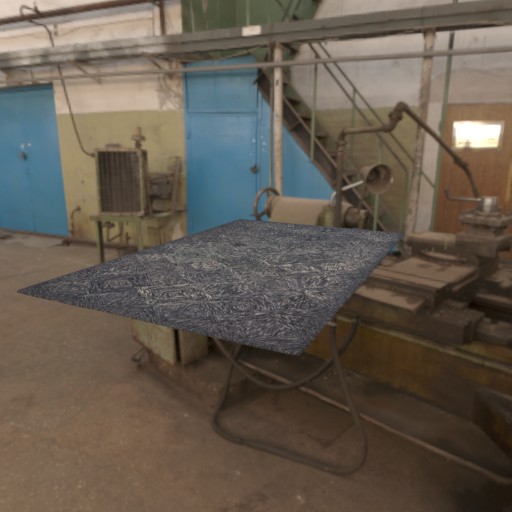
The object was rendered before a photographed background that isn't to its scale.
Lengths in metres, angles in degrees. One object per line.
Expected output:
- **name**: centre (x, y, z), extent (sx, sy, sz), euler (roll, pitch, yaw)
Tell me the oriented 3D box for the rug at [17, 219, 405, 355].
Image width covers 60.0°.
- **rug**: centre (0.000, 0.000, 2.171), extent (1.139, 0.010, 1.754), euler (7, 16, 26)
